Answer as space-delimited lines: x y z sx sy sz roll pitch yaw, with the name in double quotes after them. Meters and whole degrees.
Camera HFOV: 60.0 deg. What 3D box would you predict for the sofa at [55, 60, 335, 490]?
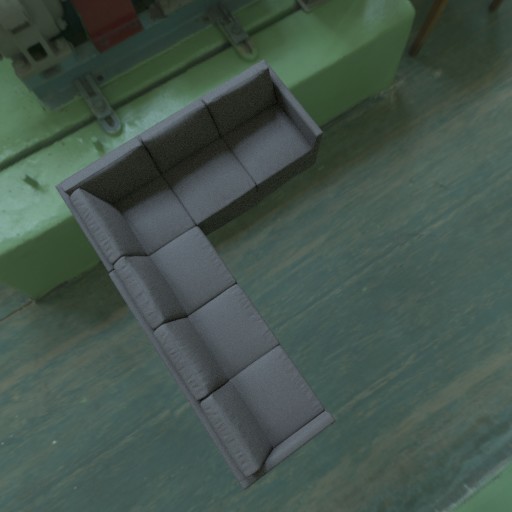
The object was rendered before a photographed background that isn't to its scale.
0.000 0.000 4.244 2.432 0.871 3.182 -34 79 -8 "sofa"
